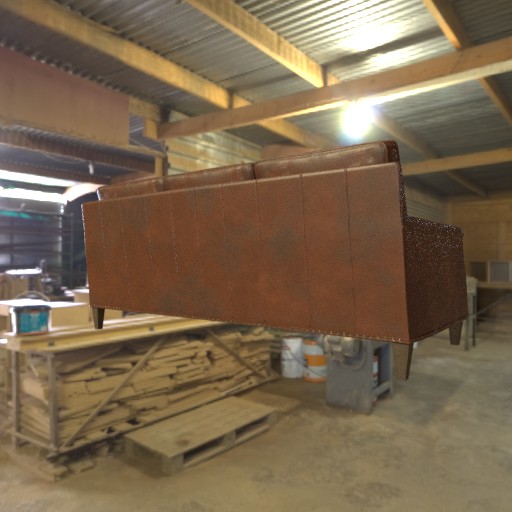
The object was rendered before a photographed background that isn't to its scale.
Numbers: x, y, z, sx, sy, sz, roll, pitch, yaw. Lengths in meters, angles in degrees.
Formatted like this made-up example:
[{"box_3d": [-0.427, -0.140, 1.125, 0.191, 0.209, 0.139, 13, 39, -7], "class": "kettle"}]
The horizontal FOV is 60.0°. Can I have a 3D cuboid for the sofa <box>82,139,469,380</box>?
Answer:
[{"box_3d": [0.000, 0.000, 2.758, 2.240, 1.003, 1.084, 0, 0, 37], "class": "sofa"}]
